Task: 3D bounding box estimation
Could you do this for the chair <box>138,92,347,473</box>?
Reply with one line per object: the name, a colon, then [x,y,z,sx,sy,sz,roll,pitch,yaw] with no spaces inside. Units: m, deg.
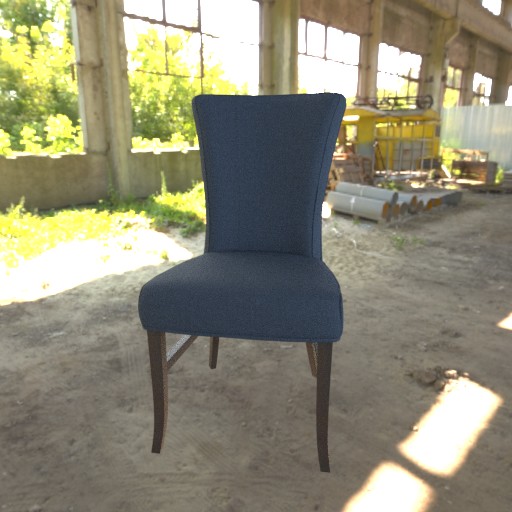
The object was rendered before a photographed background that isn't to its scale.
chair: [0.000,0.000,1.362,0.520,0.991,0.660,2,15,9]
